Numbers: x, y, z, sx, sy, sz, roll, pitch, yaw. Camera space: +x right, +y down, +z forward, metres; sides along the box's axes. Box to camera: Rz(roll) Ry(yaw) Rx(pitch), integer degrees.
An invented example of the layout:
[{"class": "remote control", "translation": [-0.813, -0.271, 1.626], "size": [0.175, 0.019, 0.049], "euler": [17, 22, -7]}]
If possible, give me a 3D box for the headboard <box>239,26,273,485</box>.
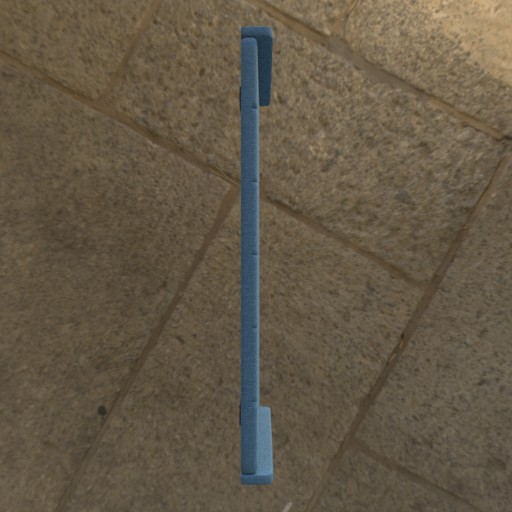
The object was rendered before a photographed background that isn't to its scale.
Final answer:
[{"class": "headboard", "translation": [0.000, 0.000, 2.740], "size": [0.184, 1.524, 2.051], "euler": [0, 90, 1]}]
